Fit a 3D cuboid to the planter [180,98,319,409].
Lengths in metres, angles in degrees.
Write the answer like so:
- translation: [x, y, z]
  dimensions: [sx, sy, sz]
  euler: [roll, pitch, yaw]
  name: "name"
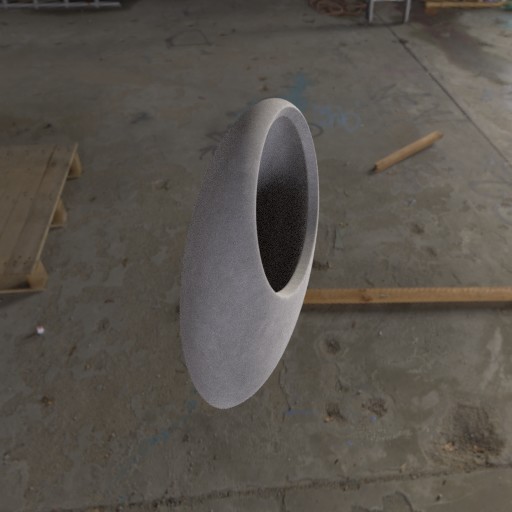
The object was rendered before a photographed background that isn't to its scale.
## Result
- translation: [0.000, 0.000, 0.280]
  dimensions: [0.071, 0.188, 0.185]
  euler: [10, 46, 10]
  name: "planter"
